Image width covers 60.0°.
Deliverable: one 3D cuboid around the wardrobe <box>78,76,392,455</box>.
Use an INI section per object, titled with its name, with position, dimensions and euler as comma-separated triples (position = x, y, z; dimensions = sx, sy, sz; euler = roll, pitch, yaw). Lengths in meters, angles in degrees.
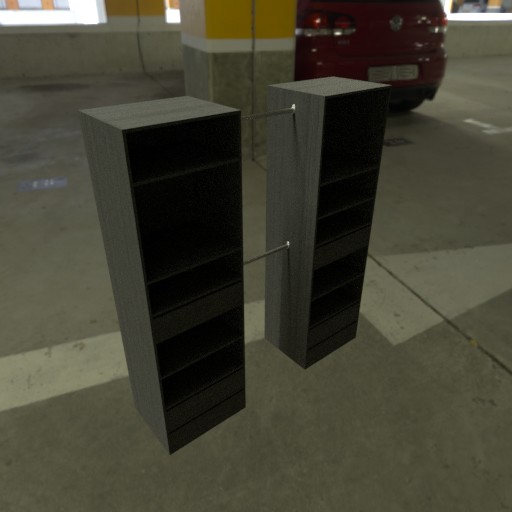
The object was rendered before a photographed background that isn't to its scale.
[wardrobe]
position = 0.000, 0.000, 2.905
dimensions = 1.770, 2.000, 0.480
euler = -22, 36, -33
